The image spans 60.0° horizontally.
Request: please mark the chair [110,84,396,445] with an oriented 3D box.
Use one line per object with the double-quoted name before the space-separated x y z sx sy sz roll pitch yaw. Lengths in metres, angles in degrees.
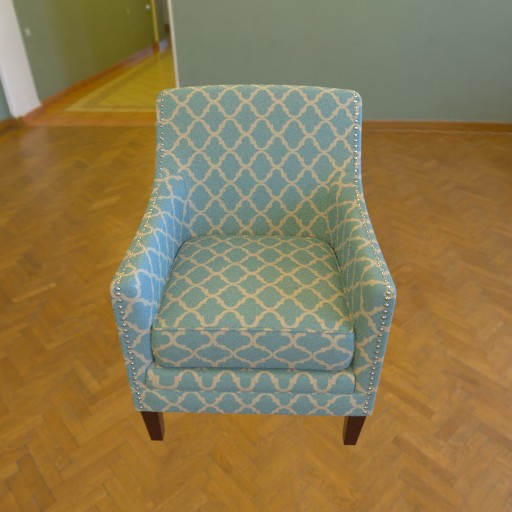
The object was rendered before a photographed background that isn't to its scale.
"chair" 0.000 0.000 1.283 0.617 0.817 0.686 1 32 1
